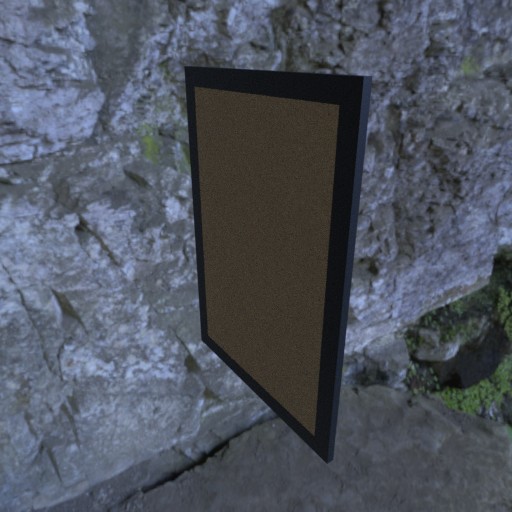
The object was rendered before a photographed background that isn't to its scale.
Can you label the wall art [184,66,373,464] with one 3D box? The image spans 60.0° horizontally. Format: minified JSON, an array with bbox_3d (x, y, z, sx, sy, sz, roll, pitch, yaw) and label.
[{"bbox_3d":[0.000,0.000,0.688,0.013,0.534,0.381,-17,30,-32],"label":"wall art"}]
